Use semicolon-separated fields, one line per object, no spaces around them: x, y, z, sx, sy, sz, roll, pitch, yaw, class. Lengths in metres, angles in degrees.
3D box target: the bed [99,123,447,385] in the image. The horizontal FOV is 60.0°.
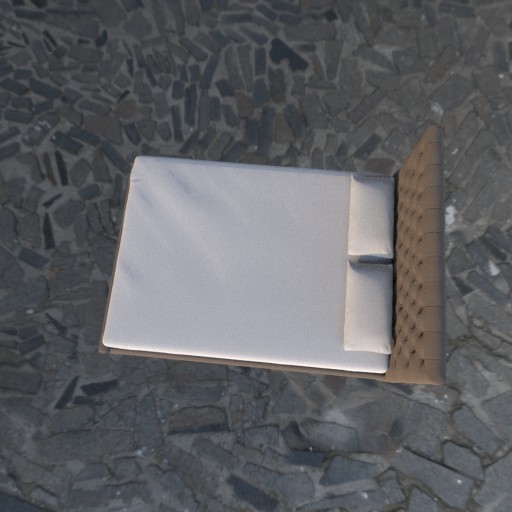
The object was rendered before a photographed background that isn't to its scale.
0.000;0.000;3.445;2.387;1.427;1.698;5;75;1;bed
